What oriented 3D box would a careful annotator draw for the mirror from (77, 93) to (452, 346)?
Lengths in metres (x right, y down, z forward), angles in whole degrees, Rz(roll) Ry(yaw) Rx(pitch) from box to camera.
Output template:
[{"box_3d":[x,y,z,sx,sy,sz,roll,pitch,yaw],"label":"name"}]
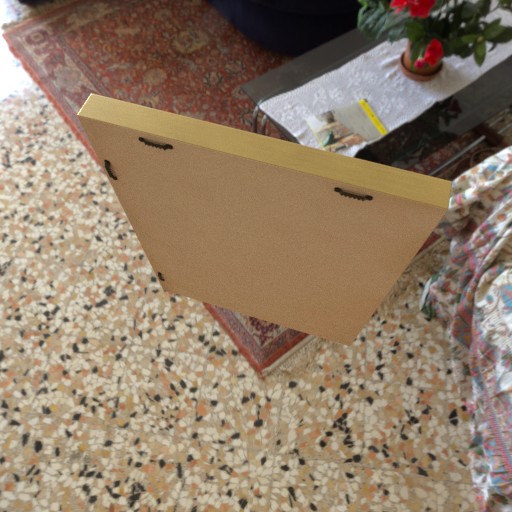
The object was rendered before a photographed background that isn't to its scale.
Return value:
[{"box_3d":[0.000,0.000,0.695,0.405,0.508,0.041,16,65,8],"label":"mirror"}]
